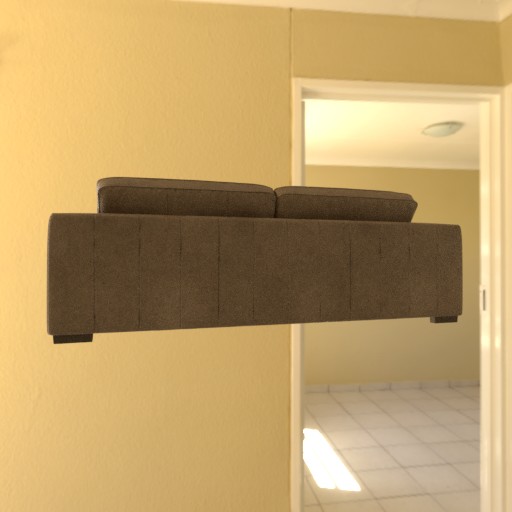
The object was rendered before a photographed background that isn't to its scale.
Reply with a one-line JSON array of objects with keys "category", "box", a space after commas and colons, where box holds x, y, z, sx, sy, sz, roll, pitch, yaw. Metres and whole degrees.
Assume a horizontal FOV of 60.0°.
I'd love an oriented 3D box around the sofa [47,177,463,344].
[{"category": "sofa", "box": [0.000, 0.000, 2.777, 2.262, 0.801, 1.070, 0, 0, -18]}]
